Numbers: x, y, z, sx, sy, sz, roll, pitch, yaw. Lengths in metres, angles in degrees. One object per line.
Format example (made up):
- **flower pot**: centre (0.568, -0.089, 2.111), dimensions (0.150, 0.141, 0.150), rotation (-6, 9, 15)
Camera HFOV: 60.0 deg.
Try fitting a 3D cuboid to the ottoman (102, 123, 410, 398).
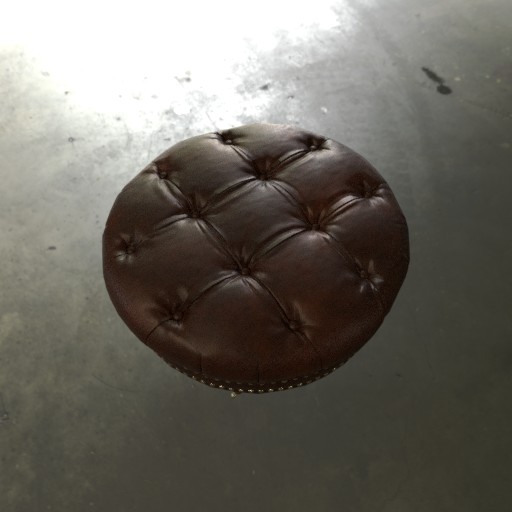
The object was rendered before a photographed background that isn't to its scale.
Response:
- **ottoman**: centre (0.000, 0.000, 1.418), dimensions (0.901, 0.455, 0.901), rotation (0, 56, 0)
